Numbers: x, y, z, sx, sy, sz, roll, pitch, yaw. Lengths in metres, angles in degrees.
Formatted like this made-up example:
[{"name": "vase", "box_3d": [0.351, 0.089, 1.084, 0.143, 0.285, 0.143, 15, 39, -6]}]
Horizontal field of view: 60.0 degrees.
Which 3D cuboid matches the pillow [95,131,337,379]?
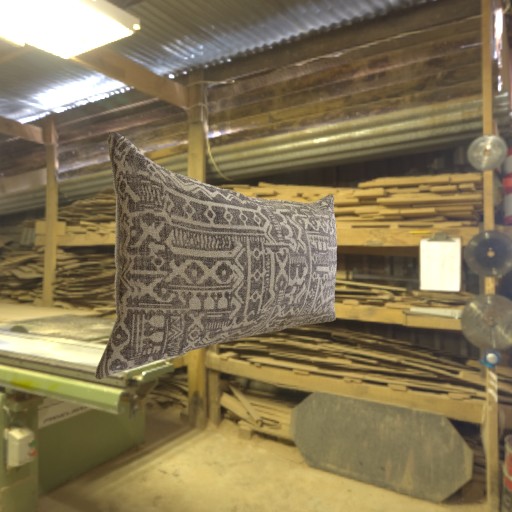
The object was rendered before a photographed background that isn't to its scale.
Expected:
[{"name": "pillow", "box_3d": [0.000, 0.000, 0.762, 0.148, 0.290, 0.631, -1, -1, 35]}]
